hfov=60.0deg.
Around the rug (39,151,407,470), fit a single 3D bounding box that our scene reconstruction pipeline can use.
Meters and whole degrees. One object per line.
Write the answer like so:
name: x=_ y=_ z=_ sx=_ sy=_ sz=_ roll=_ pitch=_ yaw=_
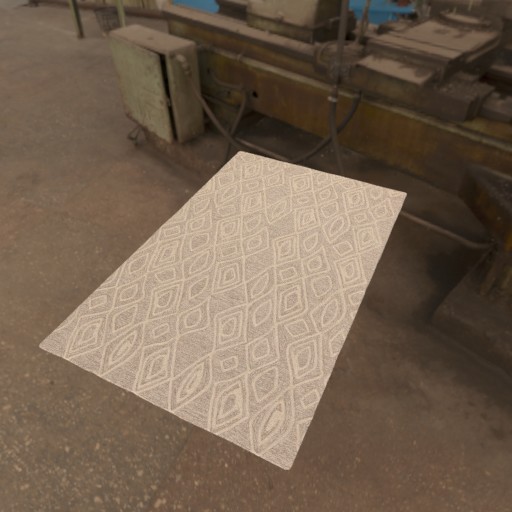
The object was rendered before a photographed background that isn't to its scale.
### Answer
rug: x=0.000 y=0.000 z=3.050 sx=1.546 sy=0.010 sz=2.442 roll=19 pitch=46 yaw=19
